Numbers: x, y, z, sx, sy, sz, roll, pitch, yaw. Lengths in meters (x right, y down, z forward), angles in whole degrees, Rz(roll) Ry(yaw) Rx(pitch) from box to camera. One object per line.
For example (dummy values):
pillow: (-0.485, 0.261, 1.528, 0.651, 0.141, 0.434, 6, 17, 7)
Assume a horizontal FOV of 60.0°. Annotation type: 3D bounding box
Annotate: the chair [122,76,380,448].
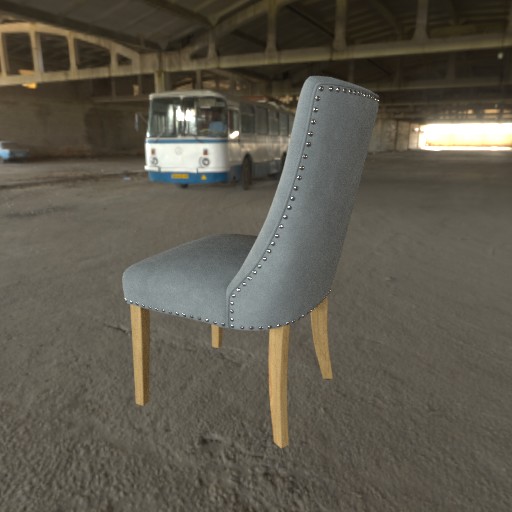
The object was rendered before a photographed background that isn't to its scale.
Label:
chair: (0.000, 0.000, 1.285, 0.610, 0.902, 0.495, 8, 17, 26)
